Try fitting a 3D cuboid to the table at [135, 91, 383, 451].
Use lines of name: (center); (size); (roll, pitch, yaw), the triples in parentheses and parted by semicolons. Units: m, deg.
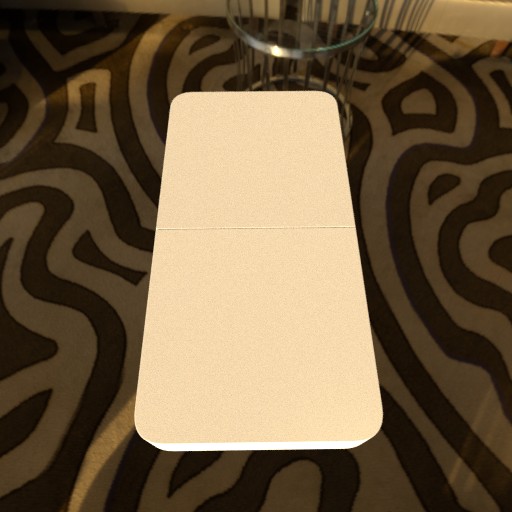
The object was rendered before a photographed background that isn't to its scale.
table: (0.000, 0.000, 1.481); (0.600, 0.340, 1.200); (-1, 60, 0)
